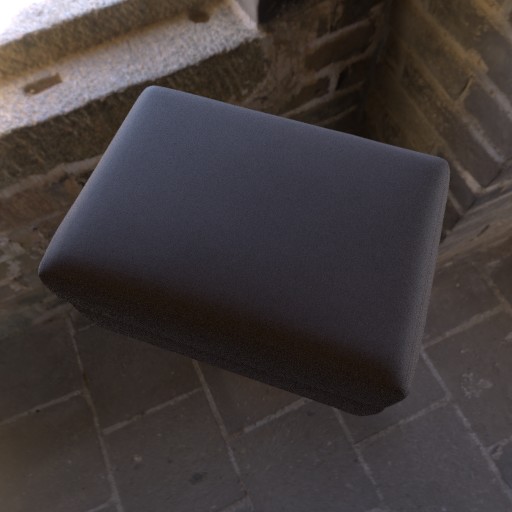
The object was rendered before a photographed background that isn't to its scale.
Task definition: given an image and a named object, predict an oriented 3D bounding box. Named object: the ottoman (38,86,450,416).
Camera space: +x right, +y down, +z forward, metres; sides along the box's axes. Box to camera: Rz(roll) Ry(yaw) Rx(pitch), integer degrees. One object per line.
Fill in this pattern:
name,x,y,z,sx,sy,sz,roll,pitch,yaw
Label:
ottoman,0.000,0.000,1.115,0.773,0.497,0.574,17,65,8
